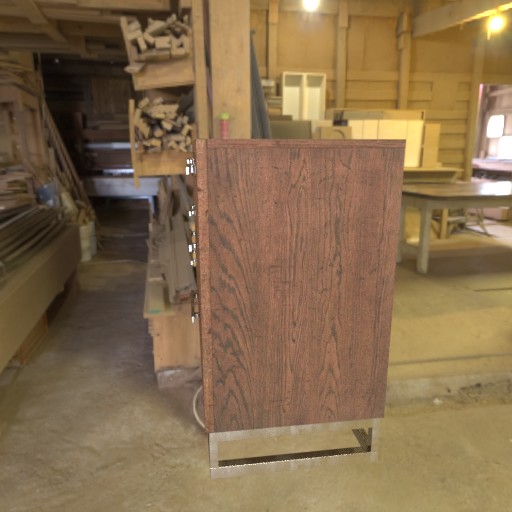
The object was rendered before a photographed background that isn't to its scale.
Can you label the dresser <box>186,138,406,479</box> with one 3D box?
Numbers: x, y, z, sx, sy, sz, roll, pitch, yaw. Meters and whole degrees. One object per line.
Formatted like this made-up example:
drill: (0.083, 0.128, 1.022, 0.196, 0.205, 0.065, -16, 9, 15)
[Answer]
dresser: (0.000, 0.000, 2.123, 0.623, 1.061, 1.646, -2, 14, -8)
